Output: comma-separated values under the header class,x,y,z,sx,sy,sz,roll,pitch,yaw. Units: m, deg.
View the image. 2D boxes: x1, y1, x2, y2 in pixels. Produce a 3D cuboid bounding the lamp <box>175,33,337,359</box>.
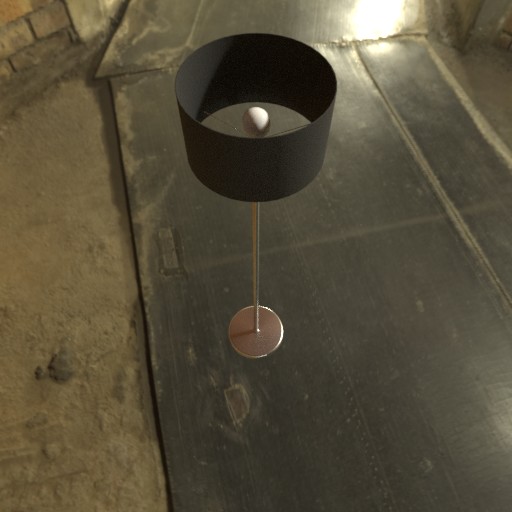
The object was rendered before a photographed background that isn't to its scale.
class,x,y,z,sx,sy,sz,roll,pitch,yaw
lamp,0.000,0.000,1.566,0.348,1.443,0.348,33,64,18
